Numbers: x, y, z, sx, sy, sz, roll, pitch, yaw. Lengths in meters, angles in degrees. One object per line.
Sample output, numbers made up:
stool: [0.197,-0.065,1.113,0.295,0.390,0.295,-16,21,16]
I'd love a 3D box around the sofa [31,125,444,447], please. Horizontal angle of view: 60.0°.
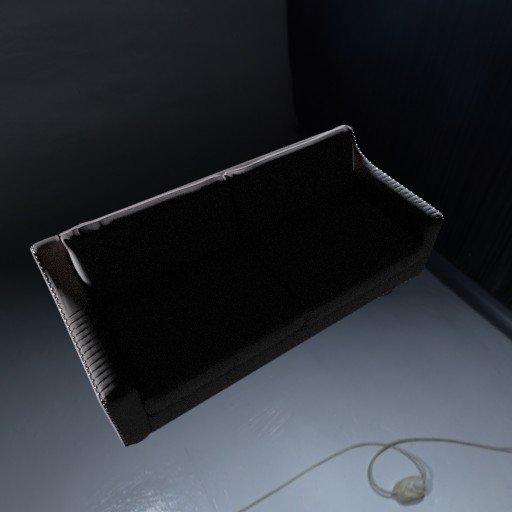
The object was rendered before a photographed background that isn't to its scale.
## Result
sofa: [0.000,0.000,2.667,2.208,0.857,1.000,-26,52,-22]
